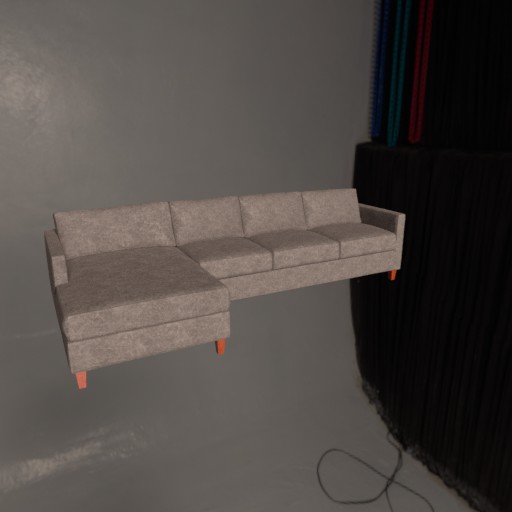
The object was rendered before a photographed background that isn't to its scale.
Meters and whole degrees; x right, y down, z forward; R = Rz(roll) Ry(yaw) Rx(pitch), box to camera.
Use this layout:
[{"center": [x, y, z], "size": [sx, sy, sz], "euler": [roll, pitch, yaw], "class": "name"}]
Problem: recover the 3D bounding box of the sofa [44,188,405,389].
[{"center": [0.000, 0.000, 4.122], "size": [3.471, 0.954, 1.606], "euler": [-8, 18, -26], "class": "sofa"}]
